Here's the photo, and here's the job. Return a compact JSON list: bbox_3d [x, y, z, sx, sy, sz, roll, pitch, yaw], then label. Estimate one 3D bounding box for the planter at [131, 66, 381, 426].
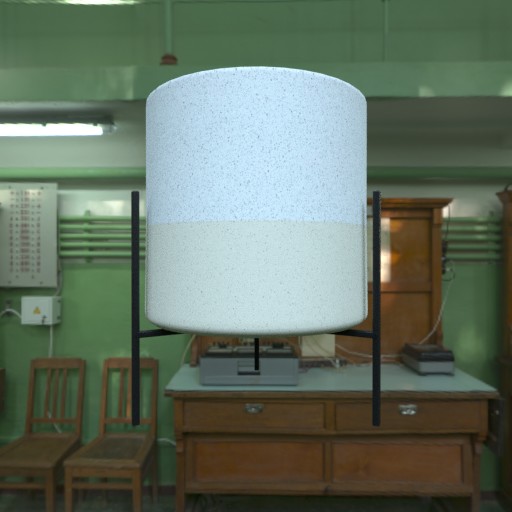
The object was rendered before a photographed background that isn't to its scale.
[{"bbox_3d":[0.000,0.000,0.653,0.313,0.423,0.335,0,0,0],"label":"planter"}]
